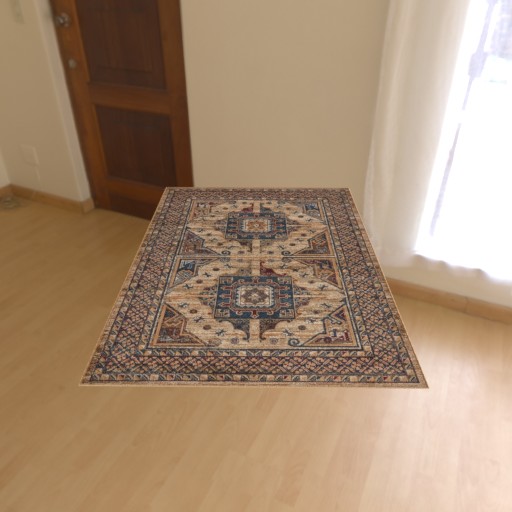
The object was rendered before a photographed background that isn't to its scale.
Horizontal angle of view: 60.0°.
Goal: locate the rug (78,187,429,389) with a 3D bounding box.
[{"bbox_3d":[0.000,0.000,2.967,1.611,0.008,2.227,0,33,1],"label":"rug"}]
